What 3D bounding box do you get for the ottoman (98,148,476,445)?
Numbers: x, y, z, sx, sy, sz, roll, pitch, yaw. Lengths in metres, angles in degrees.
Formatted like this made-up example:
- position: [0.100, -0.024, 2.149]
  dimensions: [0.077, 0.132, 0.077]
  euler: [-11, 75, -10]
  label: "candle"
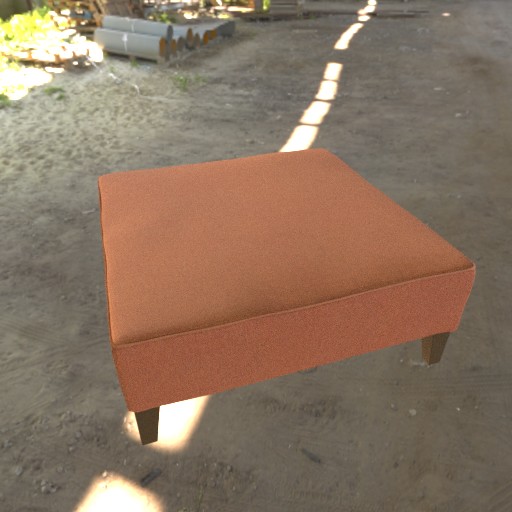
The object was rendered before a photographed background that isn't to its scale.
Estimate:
- position: [0.000, 0.000, 1.563]
  dimensions: [0.997, 0.438, 0.999]
  euler: [-10, 35, -15]
  label: "ottoman"
